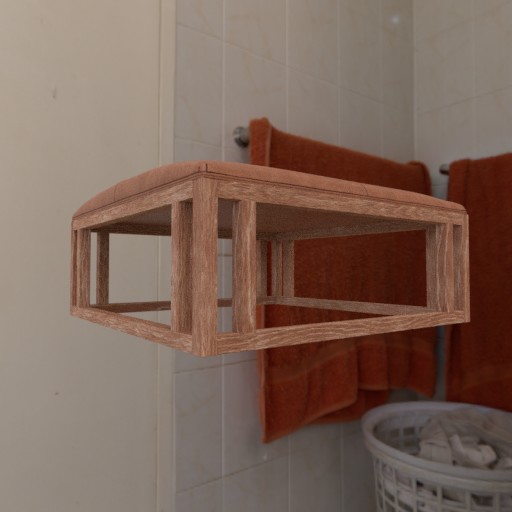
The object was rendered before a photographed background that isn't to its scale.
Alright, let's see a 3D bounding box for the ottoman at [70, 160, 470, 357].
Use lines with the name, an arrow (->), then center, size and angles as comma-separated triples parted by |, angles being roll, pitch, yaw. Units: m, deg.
ottoman -> 0.000, 0.000, 1.575 | 1.016, 0.442, 1.013 | 1, -2, -36
